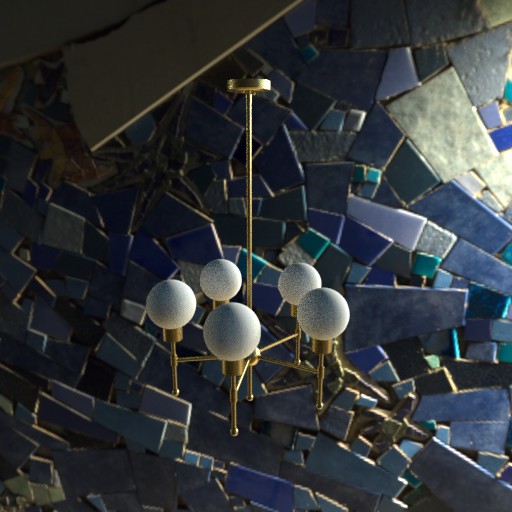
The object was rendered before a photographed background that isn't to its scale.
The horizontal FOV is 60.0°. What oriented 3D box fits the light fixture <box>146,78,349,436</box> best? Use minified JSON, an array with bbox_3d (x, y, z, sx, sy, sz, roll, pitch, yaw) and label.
[{"bbox_3d":[0.000,0.000,1.797,0.785,1.331,0.815,7,16,27],"label":"light fixture"}]
